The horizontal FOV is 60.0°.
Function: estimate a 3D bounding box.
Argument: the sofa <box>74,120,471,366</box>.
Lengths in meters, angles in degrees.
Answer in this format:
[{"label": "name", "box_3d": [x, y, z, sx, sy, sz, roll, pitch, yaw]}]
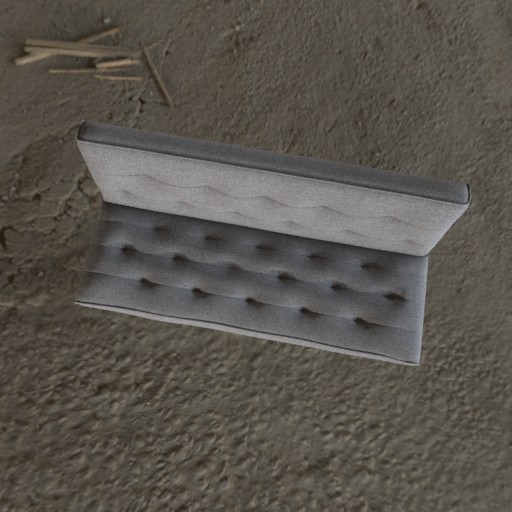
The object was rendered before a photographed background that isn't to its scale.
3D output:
[{"label": "sofa", "box_3d": [0.000, 0.000, 2.296, 1.820, 0.830, 0.810, 10, 75, 3]}]
